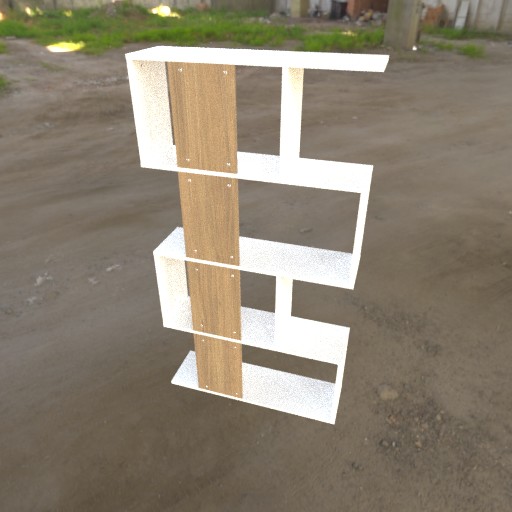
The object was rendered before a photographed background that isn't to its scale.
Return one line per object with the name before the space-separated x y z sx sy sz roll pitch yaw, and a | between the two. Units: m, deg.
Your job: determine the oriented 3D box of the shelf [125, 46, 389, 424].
shelf | 0.000 0.000 1.980 0.890 1.650 0.250 9 33 15
